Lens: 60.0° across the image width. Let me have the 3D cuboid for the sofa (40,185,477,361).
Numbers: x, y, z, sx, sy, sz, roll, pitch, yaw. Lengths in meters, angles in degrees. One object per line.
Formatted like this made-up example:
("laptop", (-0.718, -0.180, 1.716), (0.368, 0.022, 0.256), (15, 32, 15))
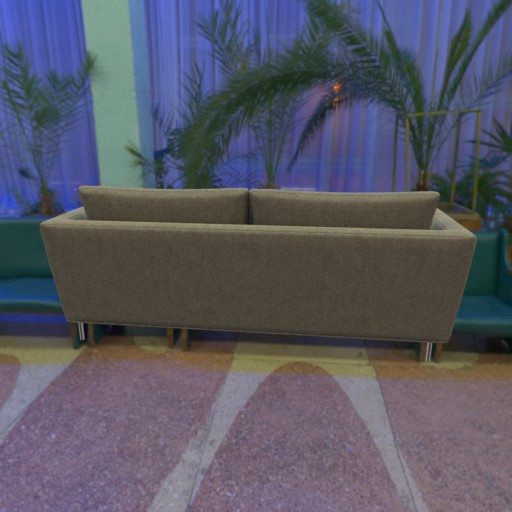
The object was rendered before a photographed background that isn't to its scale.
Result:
("sofa", (0.000, 0.000, 2.575), (2.121, 0.864, 0.889), (2, 17, 7))
